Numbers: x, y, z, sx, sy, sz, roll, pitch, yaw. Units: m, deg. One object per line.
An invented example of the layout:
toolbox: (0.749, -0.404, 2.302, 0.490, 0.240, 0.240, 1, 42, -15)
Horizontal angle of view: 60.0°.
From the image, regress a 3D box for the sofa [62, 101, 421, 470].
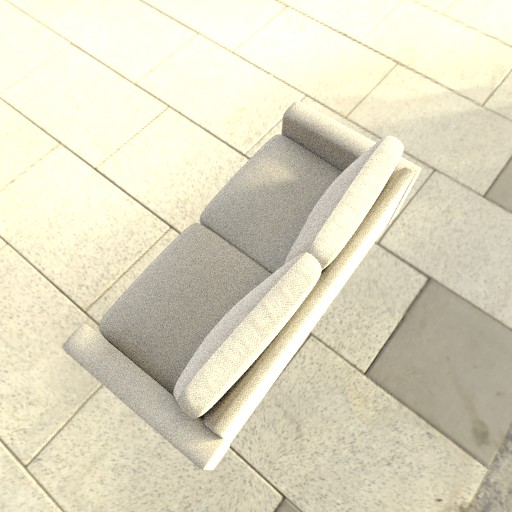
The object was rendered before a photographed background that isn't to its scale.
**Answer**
sofa: (0.000, 0.000, 2.684, 1.016, 0.873, 2.179, 34, 69, 15)
